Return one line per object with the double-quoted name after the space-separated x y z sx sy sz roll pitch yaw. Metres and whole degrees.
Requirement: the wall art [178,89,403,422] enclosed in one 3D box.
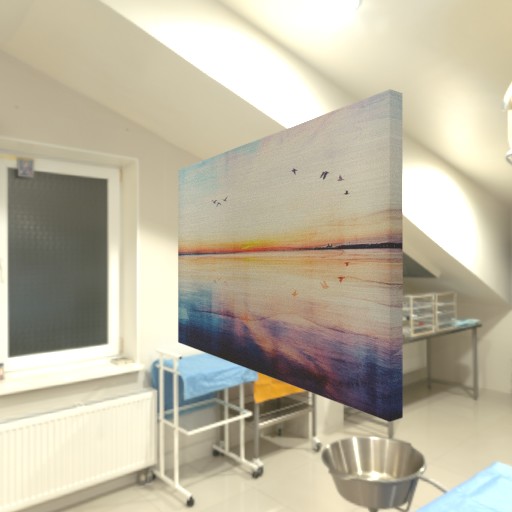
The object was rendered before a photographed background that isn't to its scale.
0.000 0.000 1.189 0.037 0.605 0.911 0 0 -35 "wall art"
